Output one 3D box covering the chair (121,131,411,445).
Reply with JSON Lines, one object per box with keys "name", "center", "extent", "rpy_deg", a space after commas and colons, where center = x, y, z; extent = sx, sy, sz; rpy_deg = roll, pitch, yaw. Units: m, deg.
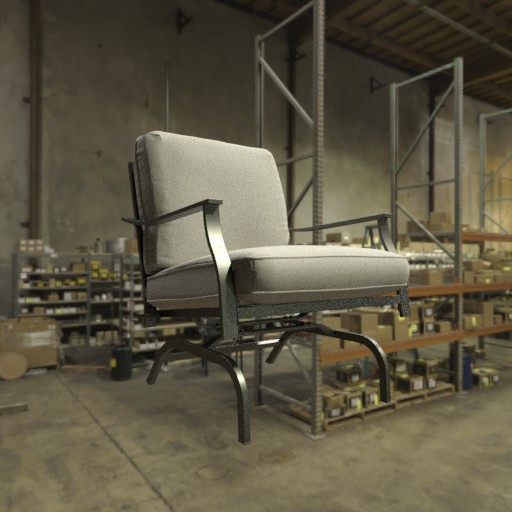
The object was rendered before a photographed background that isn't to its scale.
{"name": "chair", "center": [0.000, 0.000, 1.422], "extent": [0.650, 0.860, 0.787], "rpy_deg": [0, 0, -35]}
